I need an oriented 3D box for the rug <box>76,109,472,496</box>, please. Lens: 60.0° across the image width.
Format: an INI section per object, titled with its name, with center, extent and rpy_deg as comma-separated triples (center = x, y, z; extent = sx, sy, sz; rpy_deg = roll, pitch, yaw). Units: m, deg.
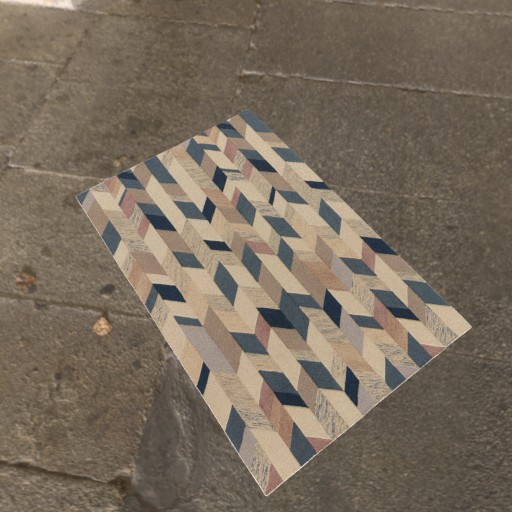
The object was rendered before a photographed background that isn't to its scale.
[rug]
center = 0.000, 0.000, 2.276
extent = 1.202, 0.006, 1.813
rpy_deg = -32, 65, -17
